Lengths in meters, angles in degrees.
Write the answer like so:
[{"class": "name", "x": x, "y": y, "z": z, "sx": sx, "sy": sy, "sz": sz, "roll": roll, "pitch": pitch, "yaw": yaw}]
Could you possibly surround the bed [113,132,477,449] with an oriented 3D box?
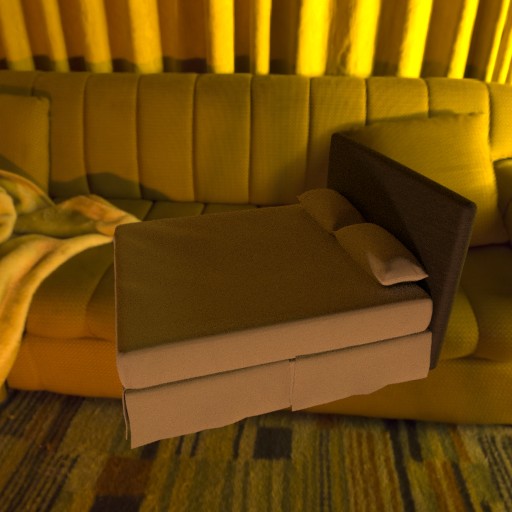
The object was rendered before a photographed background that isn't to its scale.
[{"class": "bed", "x": 0.000, "y": 0.000, "z": 3.321, "sx": 2.142, "sy": 1.330, "sz": 1.884, "roll": -8, "pitch": 30, "yaw": -14}]
